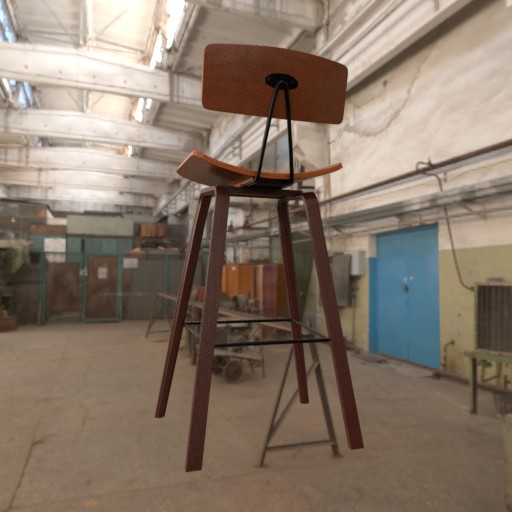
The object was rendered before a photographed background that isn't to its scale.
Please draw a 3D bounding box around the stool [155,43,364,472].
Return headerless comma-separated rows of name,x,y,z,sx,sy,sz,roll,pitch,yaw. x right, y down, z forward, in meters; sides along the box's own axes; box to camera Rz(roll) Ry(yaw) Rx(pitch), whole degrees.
stool,0.000,0.000,1.239,0.509,0.969,0.440,1,-2,-18
